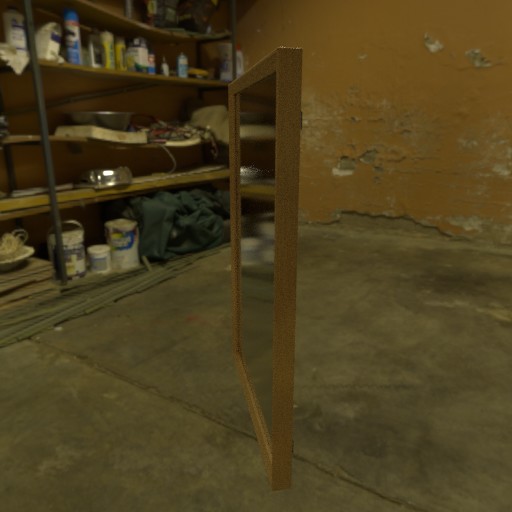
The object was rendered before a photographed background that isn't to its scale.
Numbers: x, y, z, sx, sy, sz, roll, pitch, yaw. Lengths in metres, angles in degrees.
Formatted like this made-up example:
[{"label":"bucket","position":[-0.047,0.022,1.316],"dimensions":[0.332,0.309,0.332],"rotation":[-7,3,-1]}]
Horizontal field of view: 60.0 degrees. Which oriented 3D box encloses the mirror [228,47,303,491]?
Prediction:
[{"label":"mirror","position":[0.000,0.000,0.919],"dimensions":[0.039,0.710,0.507],"rotation":[-3,16,-10]}]
